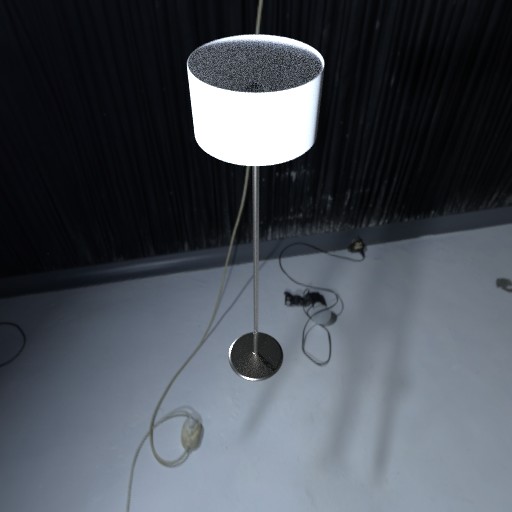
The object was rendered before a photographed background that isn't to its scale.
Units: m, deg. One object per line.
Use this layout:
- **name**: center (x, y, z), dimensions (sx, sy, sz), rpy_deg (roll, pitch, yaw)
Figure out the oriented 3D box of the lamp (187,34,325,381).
- **lamp**: center (0.000, 0.000, 1.650), dimensions (0.347, 1.443, 0.347), rpy_deg (-9, 47, -9)
